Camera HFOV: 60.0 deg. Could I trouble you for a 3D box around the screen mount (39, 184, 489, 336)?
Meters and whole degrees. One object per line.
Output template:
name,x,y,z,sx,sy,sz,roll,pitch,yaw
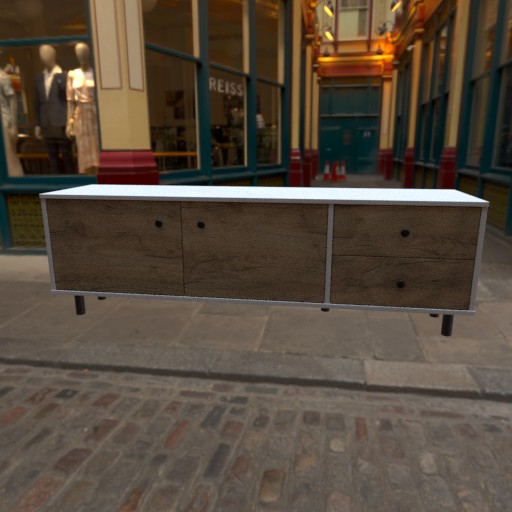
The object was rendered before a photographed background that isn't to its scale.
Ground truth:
screen mount,0.000,0.000,1.811,1.600,0.520,0.418,2,14,8
